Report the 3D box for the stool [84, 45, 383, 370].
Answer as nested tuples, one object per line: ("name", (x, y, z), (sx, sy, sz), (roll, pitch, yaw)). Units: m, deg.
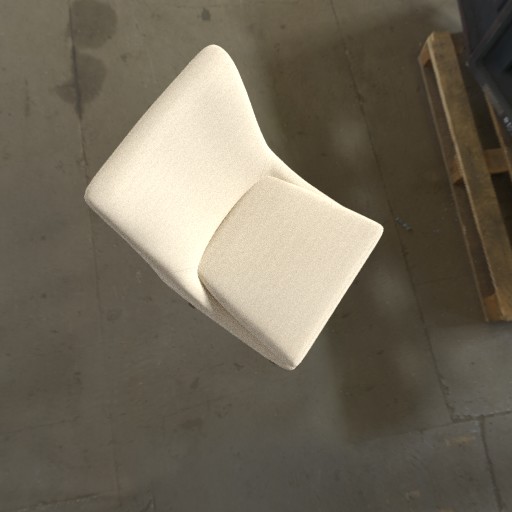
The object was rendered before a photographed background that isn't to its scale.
("stool", (0.000, 0.000, 1.375), (0.559, 1.093, 0.483), (33, 78, 8))
